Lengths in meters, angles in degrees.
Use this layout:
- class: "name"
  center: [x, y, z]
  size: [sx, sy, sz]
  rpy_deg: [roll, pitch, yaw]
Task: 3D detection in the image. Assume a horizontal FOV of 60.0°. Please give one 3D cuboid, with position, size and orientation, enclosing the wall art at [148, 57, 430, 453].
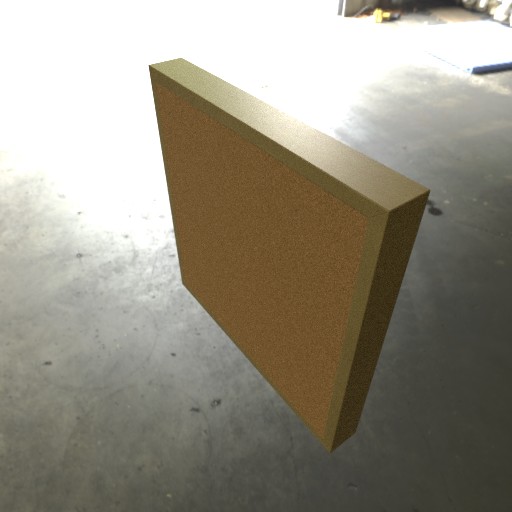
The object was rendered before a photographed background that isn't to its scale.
- class: "wall art"
  center: [0.000, 0.000, 0.453]
  size: [0.038, 0.305, 0.305]
  rpy_deg: [-26, 48, -26]
